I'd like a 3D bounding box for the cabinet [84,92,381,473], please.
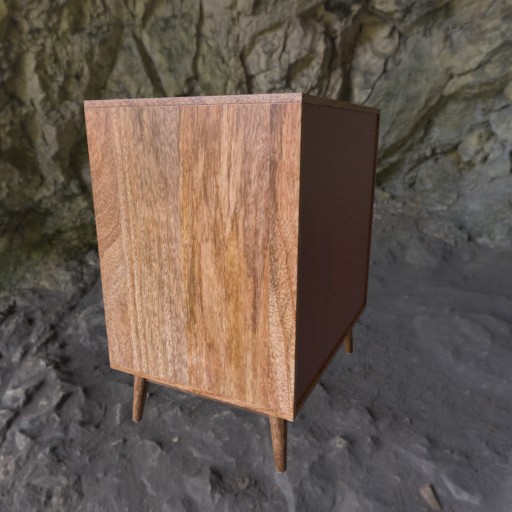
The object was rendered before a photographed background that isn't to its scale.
[{"bbox_3d":[0.000,0.000,1.178,0.473,0.758,0.647,8,18,25],"label":"cabinet"}]
